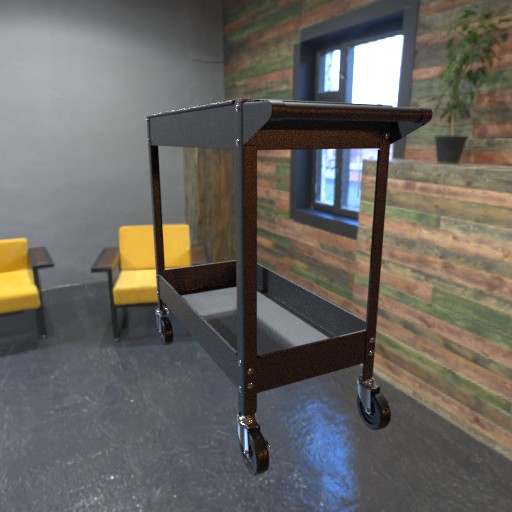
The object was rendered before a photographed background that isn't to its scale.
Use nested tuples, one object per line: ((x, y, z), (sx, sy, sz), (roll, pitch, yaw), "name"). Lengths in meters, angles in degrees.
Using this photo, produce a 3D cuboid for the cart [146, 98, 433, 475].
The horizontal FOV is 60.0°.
((0.000, 0.000, 1.151), (0.366, 0.719, 0.779), (-7, 17, -26), "cart")
